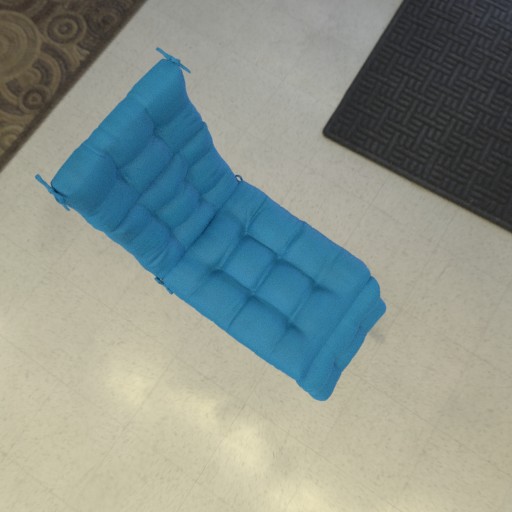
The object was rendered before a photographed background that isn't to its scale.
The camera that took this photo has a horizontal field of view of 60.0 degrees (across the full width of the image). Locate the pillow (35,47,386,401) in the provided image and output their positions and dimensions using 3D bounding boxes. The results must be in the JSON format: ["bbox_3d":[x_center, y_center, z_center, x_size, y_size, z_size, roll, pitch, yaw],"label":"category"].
[{"bbox_3d":[0.000,0.000,1.476,1.016,0.863,0.526,35,78,9],"label":"pillow"}]
